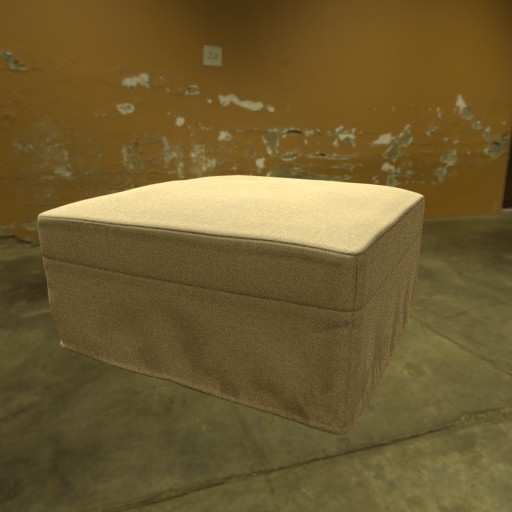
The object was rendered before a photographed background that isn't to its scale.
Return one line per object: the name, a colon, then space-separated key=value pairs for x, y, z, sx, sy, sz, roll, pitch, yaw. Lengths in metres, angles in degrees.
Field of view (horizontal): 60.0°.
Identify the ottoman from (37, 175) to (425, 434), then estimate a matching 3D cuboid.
ottoman: x=0.000 y=0.000 z=1.314 sx=0.840 sy=0.436 sz=0.843 roll=8 pitch=17 yaw=26
